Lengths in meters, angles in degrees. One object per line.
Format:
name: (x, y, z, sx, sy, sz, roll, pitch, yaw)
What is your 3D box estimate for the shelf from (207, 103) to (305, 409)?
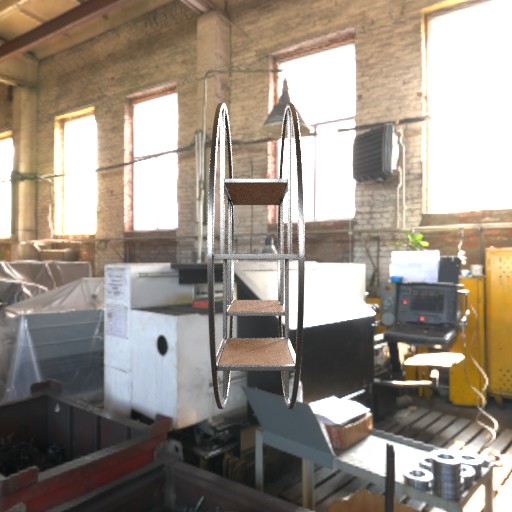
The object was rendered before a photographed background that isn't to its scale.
shelf: (0.000, 0.000, 1.360, 0.202, 0.888, 0.888, 0, -1, 0)
